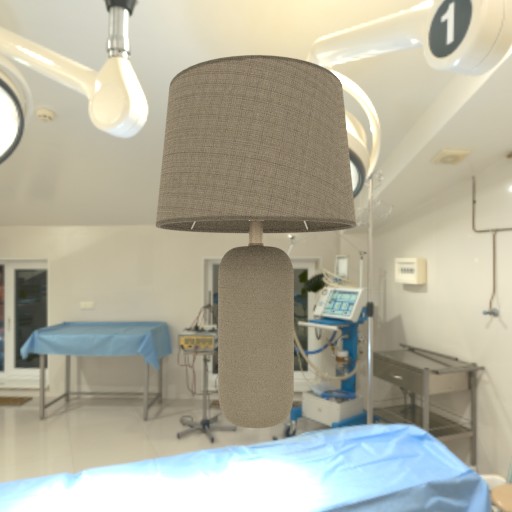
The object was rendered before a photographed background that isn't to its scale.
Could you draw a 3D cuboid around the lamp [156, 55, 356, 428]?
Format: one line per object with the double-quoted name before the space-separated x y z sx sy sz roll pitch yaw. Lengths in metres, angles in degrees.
"lamp" 0.000 0.000 0.831 0.367 0.609 0.367 0 0 0
